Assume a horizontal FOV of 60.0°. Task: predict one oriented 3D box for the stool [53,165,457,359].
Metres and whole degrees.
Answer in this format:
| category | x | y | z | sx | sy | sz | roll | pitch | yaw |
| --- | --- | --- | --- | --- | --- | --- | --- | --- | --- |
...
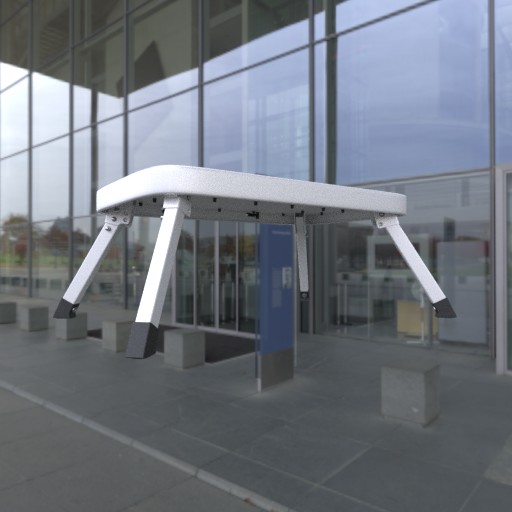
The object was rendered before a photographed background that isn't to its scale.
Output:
| category | x | y | z | sx | sy | sz | roll | pitch | yaw |
| --- | --- | --- | --- | --- | --- | --- | --- | --- | --- |
| stool | 0.000 | 0.000 | 0.607 | 0.460 | 0.170 | 0.320 | 0 | -1 | -35 |
